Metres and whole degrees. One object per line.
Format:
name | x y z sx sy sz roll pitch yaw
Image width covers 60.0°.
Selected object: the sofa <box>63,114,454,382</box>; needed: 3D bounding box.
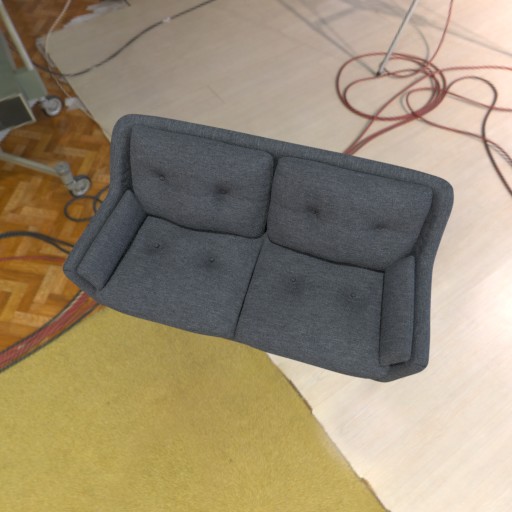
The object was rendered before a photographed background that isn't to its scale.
sofa | 0.000 0.000 2.504 1.929 0.896 0.975 14 61 8
